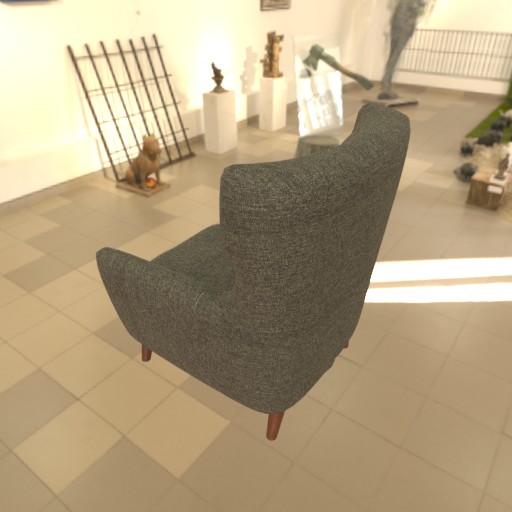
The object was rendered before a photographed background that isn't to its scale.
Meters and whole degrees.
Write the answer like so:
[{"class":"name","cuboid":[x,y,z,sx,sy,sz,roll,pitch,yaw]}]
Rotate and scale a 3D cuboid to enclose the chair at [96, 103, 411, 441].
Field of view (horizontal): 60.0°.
[{"class":"chair","cuboid":[0.000,0.000,1.715,0.904,1.063,0.878,21,37,30]}]
